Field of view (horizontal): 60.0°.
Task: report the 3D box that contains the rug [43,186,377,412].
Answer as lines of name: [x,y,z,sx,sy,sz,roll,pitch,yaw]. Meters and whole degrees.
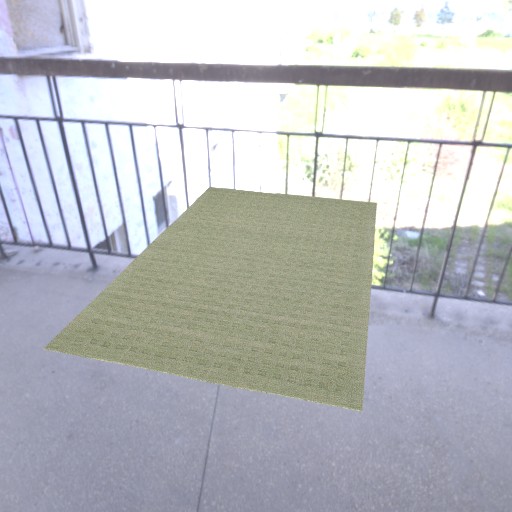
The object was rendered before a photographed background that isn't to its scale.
rug: [0.000,0.000,2.228,1.143,0.006,1.747,7,30,13]
